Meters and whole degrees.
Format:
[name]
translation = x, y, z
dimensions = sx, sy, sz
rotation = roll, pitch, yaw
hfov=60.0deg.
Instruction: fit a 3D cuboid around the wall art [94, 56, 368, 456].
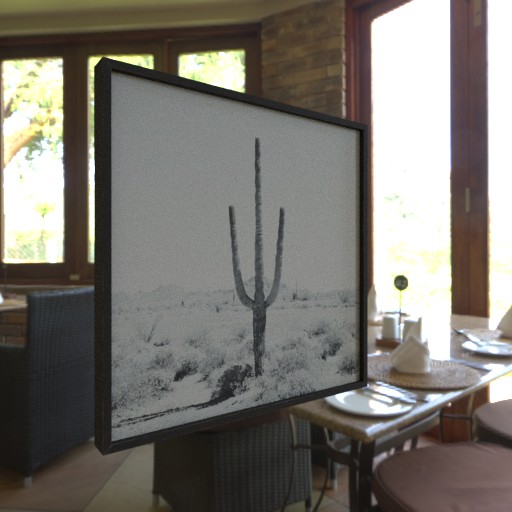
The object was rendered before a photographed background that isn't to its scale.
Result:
[wall art]
translation = 0.000, 0.000, 0.728
dimensions = 0.508, 0.508, 0.038
rotation = 0, 0, -36
